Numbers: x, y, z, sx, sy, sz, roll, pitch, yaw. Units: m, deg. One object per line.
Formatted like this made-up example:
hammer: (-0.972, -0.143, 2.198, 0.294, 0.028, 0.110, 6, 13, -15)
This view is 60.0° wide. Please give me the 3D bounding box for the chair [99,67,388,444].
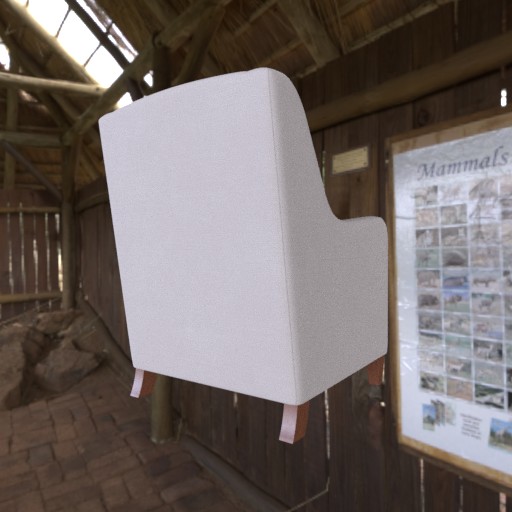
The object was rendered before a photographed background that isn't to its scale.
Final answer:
chair: (0.000, 0.000, 1.638, 0.715, 1.010, 0.863, 0, 1, 36)
